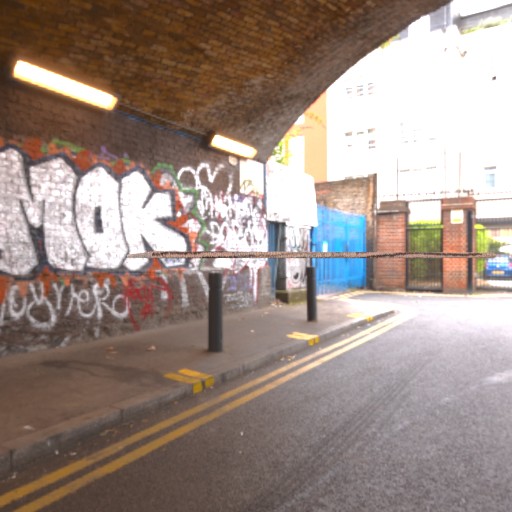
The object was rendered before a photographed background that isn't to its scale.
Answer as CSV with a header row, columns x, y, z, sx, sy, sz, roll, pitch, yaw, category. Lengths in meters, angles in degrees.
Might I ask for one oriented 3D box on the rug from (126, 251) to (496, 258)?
x,y,z,sx,sy,sz,roll,pitch,yaw,category
0.000,0.000,2.293,1.238,0.020,1.847,0,0,-18,rug
